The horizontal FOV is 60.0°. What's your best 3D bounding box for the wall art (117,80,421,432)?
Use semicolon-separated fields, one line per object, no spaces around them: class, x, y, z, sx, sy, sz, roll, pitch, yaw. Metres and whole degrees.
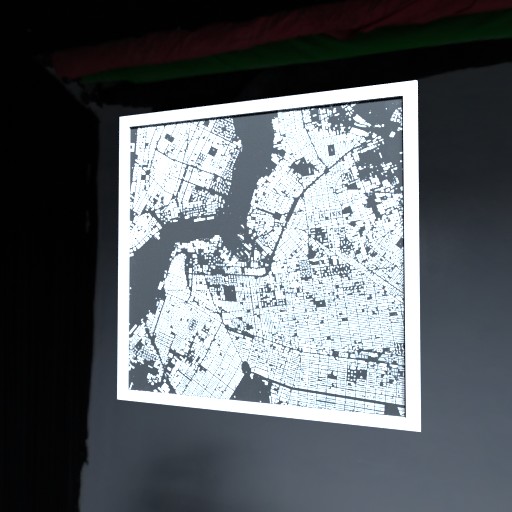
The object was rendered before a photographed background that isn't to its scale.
wall art;0.000;0.000;0.734;0.506;0.506;0.038;-1;-2;18
